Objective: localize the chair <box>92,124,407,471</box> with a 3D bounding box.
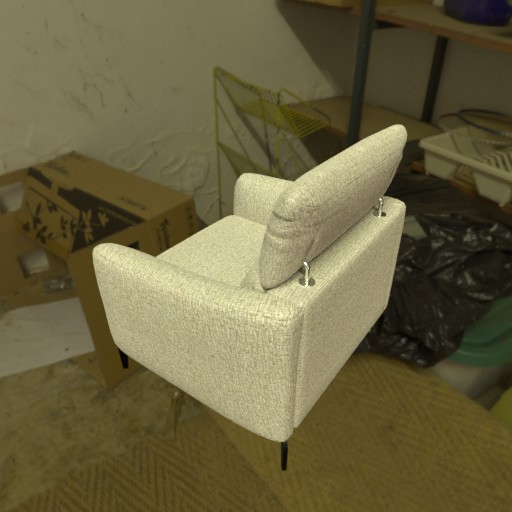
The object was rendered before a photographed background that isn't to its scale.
[{"bbox_3d":[0.000,0.000,1.703,0.835,0.967,0.972,20,37,30],"label":"chair"}]
